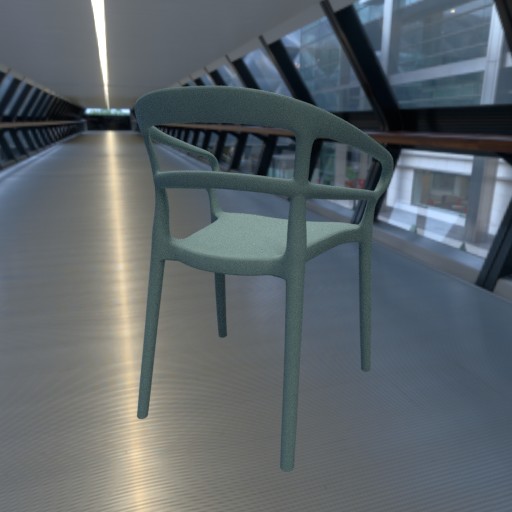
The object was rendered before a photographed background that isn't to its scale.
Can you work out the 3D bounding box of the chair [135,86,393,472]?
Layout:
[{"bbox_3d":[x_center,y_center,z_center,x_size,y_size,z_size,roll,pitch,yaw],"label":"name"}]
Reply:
[{"bbox_3d":[0.000,0.000,1.119,0.559,0.761,0.527,8,18,26],"label":"chair"}]
